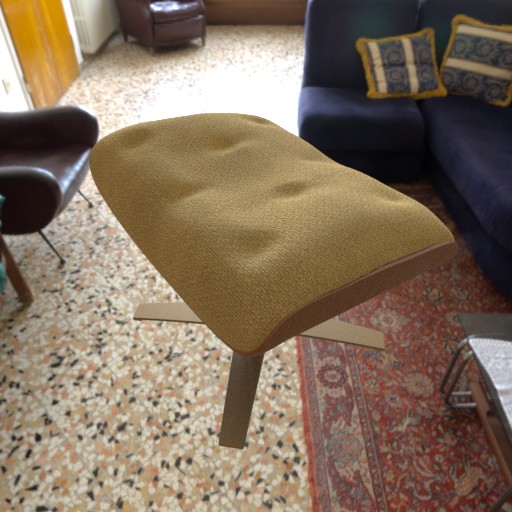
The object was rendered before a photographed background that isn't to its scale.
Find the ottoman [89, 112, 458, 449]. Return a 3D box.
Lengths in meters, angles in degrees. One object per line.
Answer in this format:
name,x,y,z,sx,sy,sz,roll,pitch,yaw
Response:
ottoman,0.000,0.000,0.792,0.394,0.391,0.520,-25,47,-26
